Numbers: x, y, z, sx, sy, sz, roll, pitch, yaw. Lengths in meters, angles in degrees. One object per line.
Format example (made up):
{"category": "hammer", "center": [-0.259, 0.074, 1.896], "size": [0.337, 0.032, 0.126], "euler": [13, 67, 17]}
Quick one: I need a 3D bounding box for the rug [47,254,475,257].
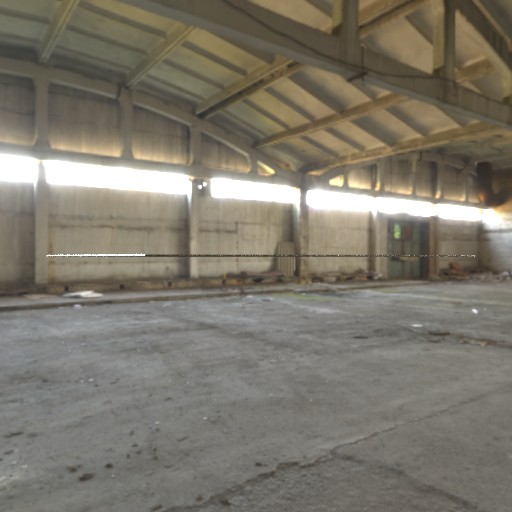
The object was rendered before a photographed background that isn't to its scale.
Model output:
{"category": "rug", "center": [0.000, 0.000, 4.031], "size": [3.057, 0.013, 2.434], "euler": [0, 0, -36]}
